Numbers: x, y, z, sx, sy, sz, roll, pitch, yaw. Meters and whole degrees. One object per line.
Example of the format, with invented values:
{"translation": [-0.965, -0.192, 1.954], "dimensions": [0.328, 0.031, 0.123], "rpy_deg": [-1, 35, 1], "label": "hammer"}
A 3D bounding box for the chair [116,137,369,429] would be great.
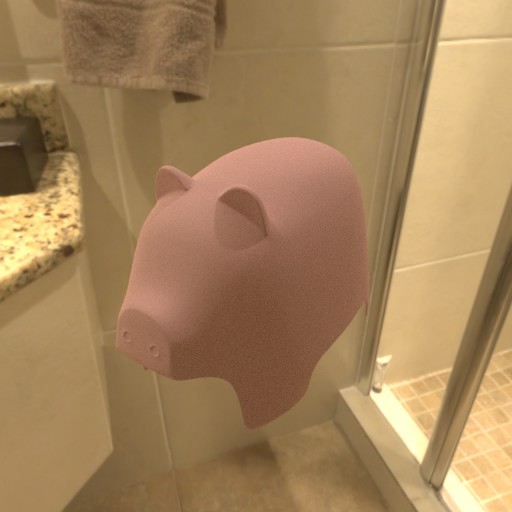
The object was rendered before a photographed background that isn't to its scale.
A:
{"translation": [0.000, 0.000, 0.862], "dimensions": [0.364, 0.423, 0.619], "rpy_deg": [19, 36, 28], "label": "chair"}
